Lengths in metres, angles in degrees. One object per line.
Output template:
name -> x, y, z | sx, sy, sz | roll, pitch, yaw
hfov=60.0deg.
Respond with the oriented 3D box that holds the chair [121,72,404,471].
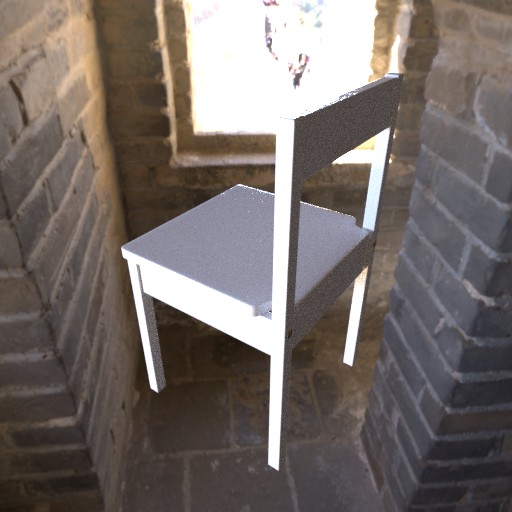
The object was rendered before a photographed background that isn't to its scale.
chair -> 0.000, 0.000, 0.883 | 0.361, 0.668, 0.367 | 21, 37, 29
